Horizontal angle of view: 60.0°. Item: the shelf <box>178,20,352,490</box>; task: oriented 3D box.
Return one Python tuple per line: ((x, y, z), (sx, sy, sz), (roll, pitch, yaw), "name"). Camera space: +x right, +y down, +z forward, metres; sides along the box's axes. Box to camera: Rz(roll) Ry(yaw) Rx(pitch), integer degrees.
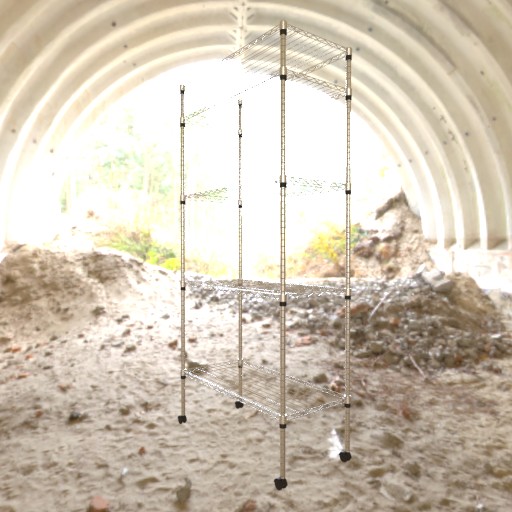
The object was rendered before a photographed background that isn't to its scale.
((0.000, 0.000, 1.893), (0.356, 1.587, 0.762), (-1, 1, -37), "shelf")
